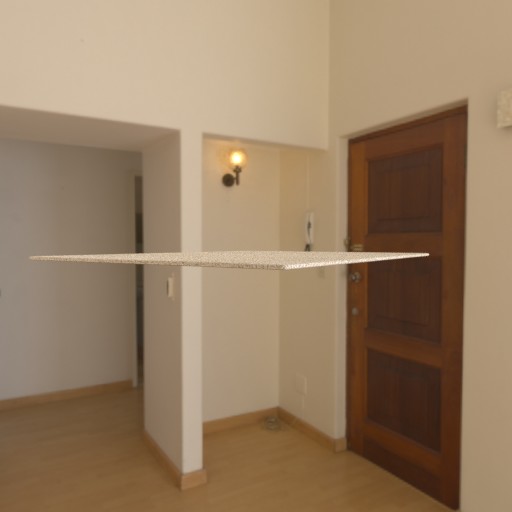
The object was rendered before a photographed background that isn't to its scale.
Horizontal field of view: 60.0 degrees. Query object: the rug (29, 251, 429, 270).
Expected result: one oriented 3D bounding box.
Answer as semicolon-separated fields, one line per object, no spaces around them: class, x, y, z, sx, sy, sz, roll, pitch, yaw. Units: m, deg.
rug;0.000;0.000;4.188;2.438;0.029;3.047;1;2;34
